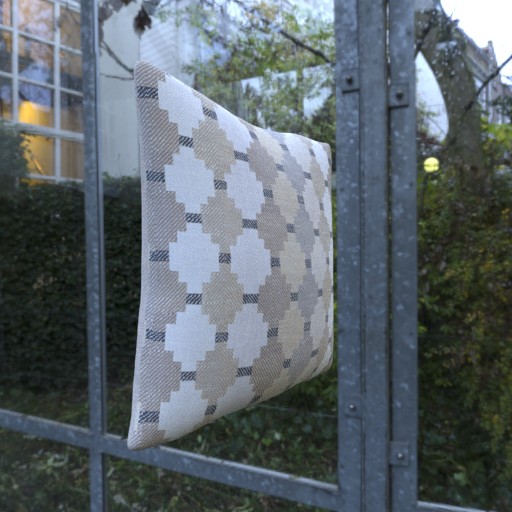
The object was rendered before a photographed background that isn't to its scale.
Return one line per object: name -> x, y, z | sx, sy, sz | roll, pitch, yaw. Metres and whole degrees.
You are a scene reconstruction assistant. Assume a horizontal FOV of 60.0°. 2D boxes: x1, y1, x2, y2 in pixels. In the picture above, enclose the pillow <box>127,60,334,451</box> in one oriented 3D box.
pillow -> 0.000, 0.000, 0.842 | 0.192, 0.558, 0.578 | 1, 1, 37
